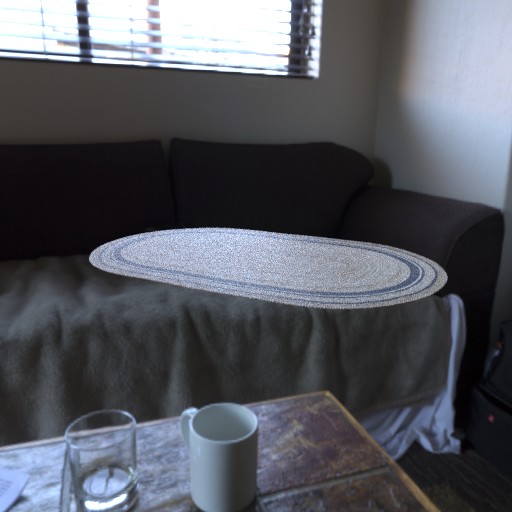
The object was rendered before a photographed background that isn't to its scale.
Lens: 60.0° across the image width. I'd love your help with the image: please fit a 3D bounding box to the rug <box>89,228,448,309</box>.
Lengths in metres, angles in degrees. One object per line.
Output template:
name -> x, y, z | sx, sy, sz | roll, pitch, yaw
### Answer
rug -> 0.000, 0.000, 3.047 | 2.432, 0.006, 1.520 | 8, 17, 26
